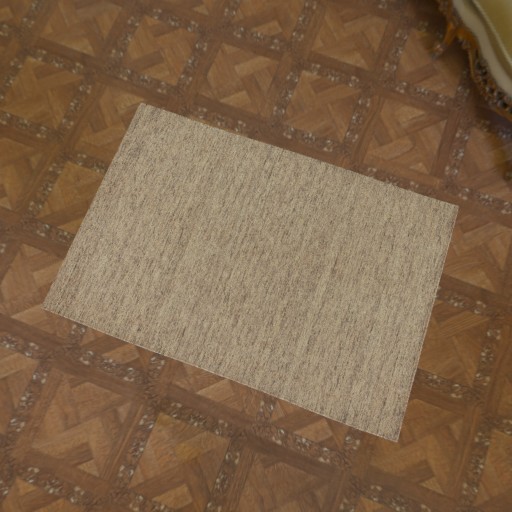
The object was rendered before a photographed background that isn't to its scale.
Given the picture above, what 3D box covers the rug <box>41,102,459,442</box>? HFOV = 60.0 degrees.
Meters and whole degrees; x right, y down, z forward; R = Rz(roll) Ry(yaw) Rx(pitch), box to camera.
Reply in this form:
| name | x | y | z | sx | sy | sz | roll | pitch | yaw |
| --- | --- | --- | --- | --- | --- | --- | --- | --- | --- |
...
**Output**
| name | x | y | z | sx | sy | sz | roll | pitch | yaw |
| --- | --- | --- | --- | --- | --- | --- | --- | --- | --- |
| rug | 0.000 | 0.000 | 2.832 | 2.283 | 0.013 | 1.547 | 19 | 76 | 5 |
